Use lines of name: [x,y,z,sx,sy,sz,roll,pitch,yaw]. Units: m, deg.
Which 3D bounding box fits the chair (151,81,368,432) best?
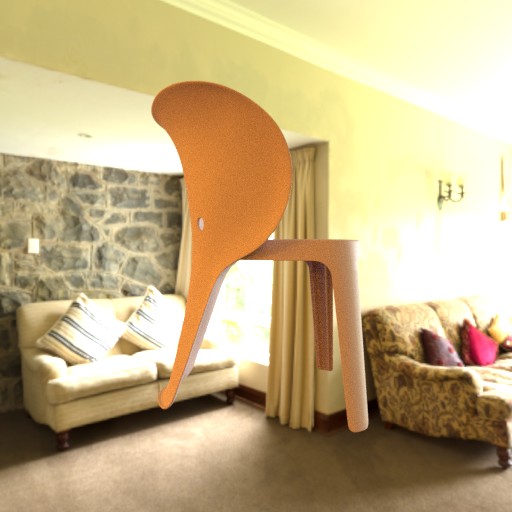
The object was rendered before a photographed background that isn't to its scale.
chair: [0.000,0.000,0.884,0.402,0.554,0.451,0,0,0]
